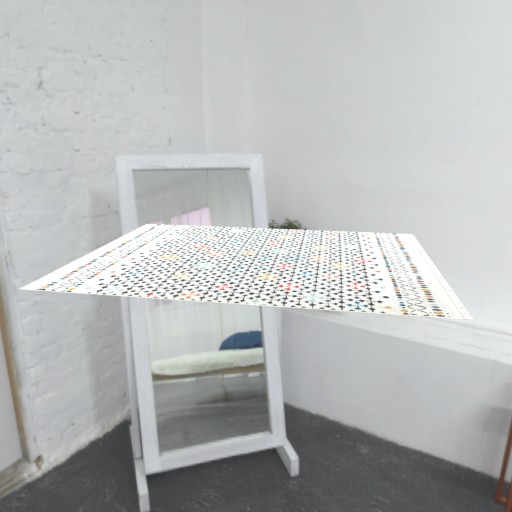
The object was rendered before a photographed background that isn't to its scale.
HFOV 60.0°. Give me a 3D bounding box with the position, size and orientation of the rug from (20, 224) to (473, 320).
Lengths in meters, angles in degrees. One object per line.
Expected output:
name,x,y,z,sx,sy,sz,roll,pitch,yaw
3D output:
rug,0.000,0.000,4.176,3.196,0.007,2.354,3,16,10
